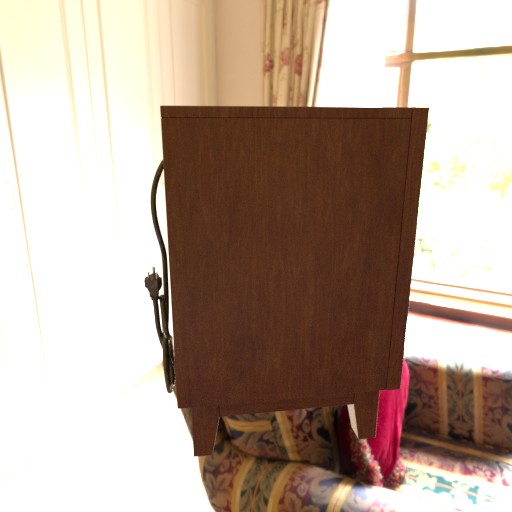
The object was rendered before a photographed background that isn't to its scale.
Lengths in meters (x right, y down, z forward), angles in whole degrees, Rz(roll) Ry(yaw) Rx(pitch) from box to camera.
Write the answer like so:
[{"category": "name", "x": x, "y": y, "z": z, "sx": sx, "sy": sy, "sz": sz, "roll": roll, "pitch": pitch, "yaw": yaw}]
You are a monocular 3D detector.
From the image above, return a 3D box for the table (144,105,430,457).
[{"category": "table", "x": 0.000, "y": 0.000, "z": 0.989, "sx": 0.449, "sy": 0.609, "sz": 0.557, "roll": -2, "pitch": 16, "yaw": -8}]
